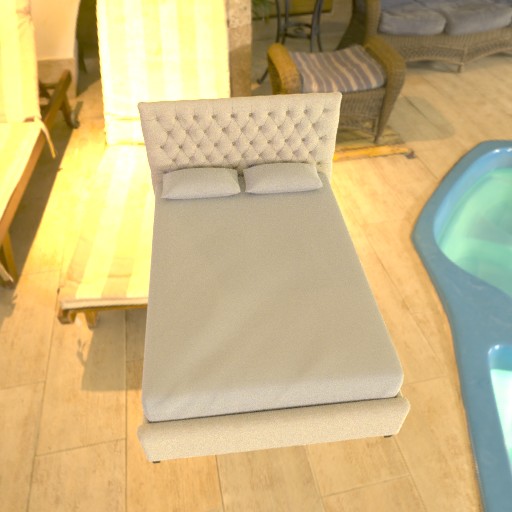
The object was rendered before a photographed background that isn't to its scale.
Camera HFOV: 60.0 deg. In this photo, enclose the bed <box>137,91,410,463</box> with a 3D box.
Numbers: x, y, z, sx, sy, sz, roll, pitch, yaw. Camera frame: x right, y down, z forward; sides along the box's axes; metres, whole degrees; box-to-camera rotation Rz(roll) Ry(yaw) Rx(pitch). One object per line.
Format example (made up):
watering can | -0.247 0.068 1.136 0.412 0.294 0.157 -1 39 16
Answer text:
bed | 0.000 0.000 3.327 1.698 1.427 2.387 -4 45 -4
